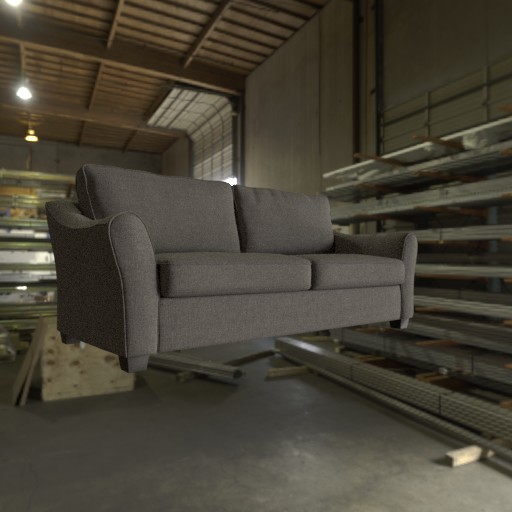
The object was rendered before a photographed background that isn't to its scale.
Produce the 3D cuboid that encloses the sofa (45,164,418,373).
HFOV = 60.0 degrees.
[{"bbox_3d":[0.000,0.000,2.739,2.203,0.976,1.013,1,-1,-39],"label":"sofa"}]
